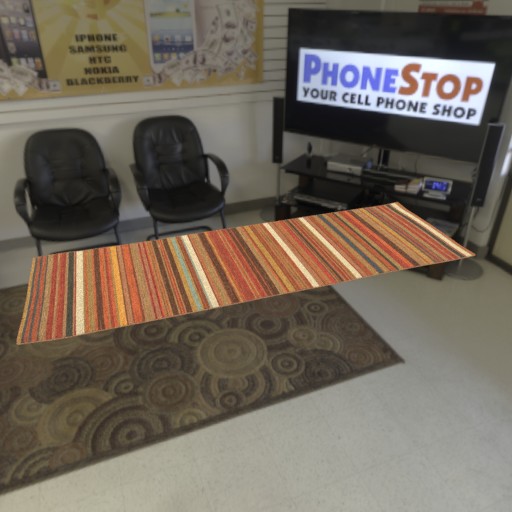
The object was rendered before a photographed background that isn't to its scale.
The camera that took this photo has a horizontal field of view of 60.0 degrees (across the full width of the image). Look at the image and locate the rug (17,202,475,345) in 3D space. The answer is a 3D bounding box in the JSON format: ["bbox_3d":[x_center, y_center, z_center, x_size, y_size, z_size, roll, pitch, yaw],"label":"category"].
[{"bbox_3d":[0.000,0.000,2.563,2.444,0.030,0.799,-10,32,-16],"label":"rug"}]
